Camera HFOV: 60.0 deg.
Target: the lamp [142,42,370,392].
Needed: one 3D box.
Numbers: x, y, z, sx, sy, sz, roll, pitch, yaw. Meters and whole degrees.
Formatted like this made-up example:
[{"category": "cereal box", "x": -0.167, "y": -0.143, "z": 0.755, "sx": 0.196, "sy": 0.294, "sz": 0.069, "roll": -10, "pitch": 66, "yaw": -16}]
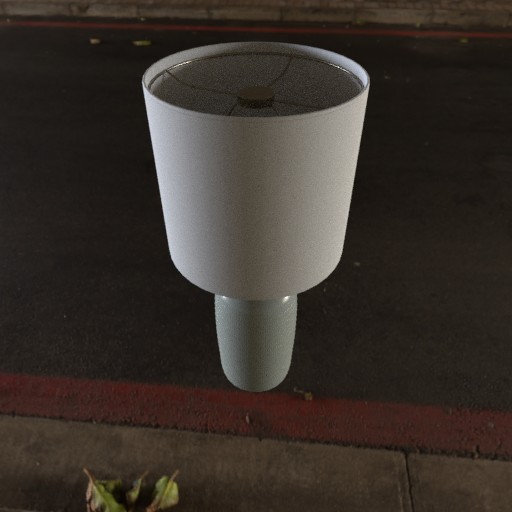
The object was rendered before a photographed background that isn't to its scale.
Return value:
[{"category": "lamp", "x": 0.000, "y": 0.000, "z": 0.591, "sx": 0.220, "sy": 0.475, "sz": 0.220, "roll": 27, "pitch": 47, "yaw": 28}]
